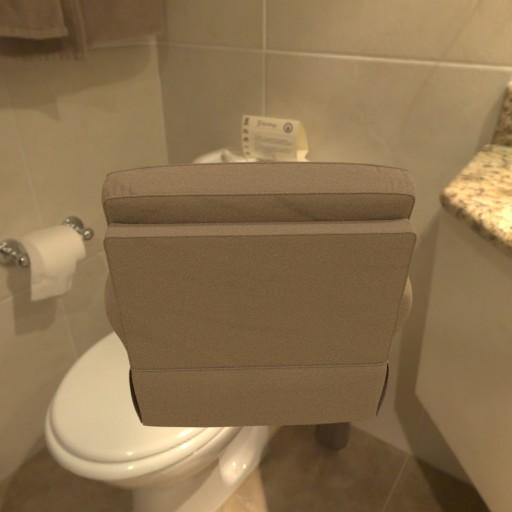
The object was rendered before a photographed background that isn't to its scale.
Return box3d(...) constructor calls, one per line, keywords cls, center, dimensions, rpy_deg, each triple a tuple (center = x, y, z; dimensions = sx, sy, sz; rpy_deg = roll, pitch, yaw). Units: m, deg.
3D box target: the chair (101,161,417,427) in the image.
box3d(cls="chair", center=(0.000, 0.000, 1.892), dimensions=(1.135, 1.017, 0.988), rpy_deg=(-1, 30, -2))
